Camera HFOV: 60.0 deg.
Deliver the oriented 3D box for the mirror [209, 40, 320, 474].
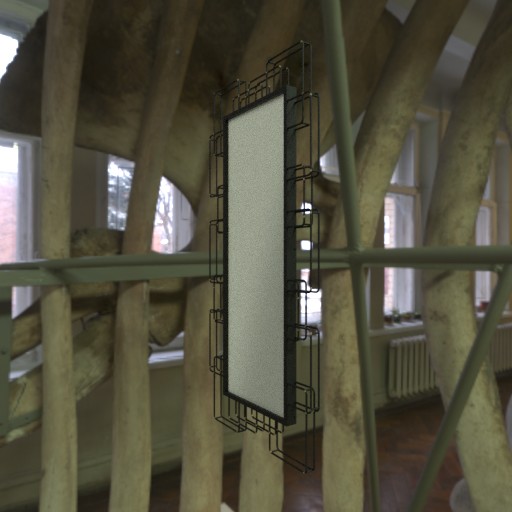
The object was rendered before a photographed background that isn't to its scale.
[{"bbox_3d":[0.000,0.000,1.429,0.037,1.192,0.565,0,0,-35],"label":"mirror"}]
